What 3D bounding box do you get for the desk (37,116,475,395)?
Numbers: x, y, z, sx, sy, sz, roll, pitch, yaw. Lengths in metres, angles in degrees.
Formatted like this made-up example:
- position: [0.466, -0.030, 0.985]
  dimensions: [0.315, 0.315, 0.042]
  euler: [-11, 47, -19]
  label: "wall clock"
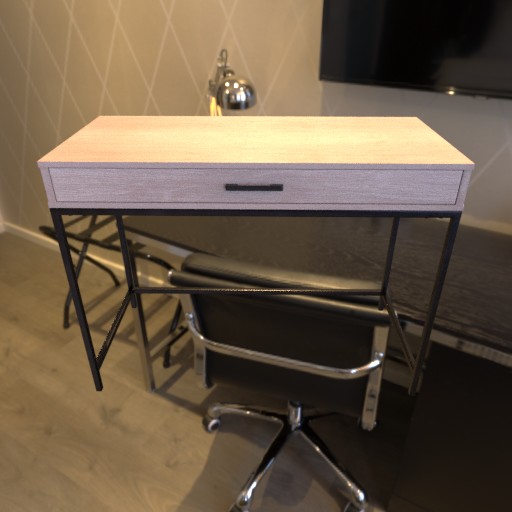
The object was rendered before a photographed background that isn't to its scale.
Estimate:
- position: [0.000, 0.000, 1.412]
  dimensions: [1.016, 0.762, 0.470]
  euler: [0, 30, 1]
  label: "desk"
